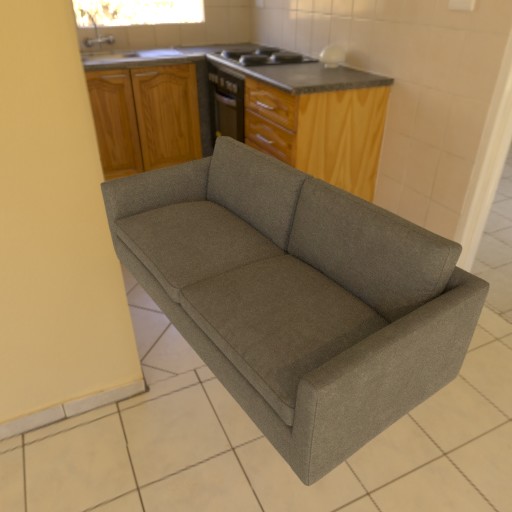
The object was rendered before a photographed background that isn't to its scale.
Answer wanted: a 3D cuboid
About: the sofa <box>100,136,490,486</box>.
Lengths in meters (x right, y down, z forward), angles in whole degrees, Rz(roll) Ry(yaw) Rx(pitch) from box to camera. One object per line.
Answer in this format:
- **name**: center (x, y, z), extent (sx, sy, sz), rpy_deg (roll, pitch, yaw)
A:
- **sofa**: center (0.000, 0.000, 2.662), extent (1.092, 0.838, 2.257), rpy_deg (-21, 37, -29)
